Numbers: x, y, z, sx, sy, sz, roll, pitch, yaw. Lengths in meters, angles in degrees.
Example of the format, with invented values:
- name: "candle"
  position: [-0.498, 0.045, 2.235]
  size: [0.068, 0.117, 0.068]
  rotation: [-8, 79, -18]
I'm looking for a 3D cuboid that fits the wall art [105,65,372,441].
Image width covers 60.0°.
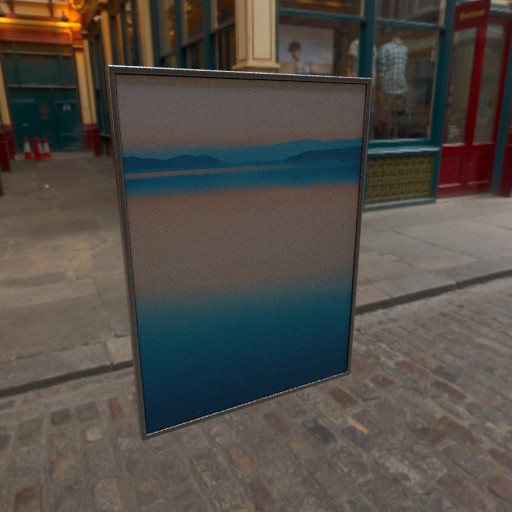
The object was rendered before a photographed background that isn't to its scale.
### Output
- name: "wall art"
  position: [0.000, 0.000, 1.387]
  size: [0.801, 1.062, 0.037]
  rotation: [-9, 19, -26]
